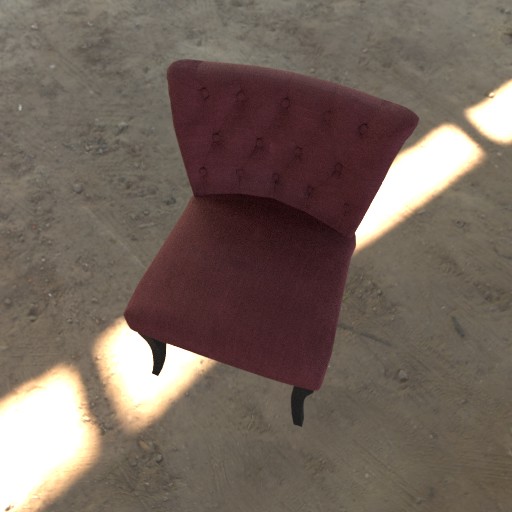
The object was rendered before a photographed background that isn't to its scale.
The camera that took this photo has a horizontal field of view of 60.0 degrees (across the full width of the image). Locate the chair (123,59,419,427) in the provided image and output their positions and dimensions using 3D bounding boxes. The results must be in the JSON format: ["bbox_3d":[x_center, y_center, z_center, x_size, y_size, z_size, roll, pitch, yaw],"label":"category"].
[{"bbox_3d":[0.000,0.000,1.186,0.582,0.750,0.605,16,60,10],"label":"chair"}]
